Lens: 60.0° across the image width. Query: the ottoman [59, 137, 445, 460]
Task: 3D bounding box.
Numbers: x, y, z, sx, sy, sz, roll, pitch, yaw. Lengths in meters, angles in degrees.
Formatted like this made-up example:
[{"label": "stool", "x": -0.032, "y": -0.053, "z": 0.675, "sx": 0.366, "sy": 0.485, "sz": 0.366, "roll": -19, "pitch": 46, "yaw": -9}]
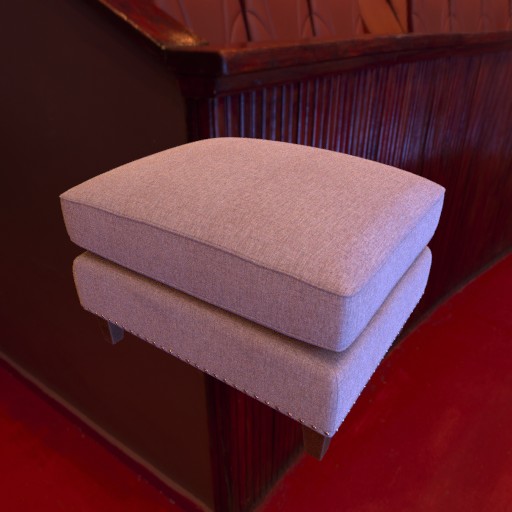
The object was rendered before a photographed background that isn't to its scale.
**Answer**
[{"label": "ottoman", "x": 0.000, "y": 0.000, "z": 1.131, "sx": 0.741, "sy": 0.513, "sz": 0.584, "roll": 19, "pitch": 34, "yaw": 30}]
